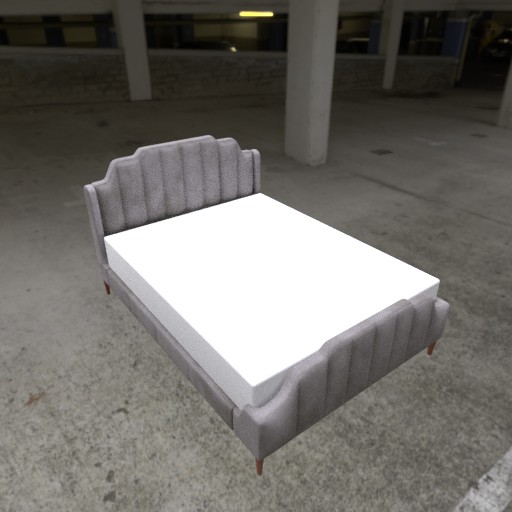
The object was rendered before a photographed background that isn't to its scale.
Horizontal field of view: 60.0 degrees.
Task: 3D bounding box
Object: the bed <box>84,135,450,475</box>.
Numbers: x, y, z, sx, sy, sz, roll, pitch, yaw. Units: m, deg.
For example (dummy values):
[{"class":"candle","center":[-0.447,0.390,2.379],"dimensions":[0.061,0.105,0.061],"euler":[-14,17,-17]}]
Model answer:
[{"class":"bed","center":[0.000,0.000,3.332],"dimensions":[1.676,1.245,2.340],"euler":[-20,35,-32]}]
